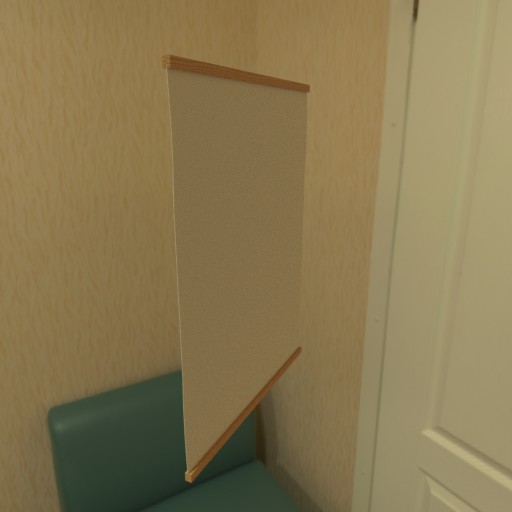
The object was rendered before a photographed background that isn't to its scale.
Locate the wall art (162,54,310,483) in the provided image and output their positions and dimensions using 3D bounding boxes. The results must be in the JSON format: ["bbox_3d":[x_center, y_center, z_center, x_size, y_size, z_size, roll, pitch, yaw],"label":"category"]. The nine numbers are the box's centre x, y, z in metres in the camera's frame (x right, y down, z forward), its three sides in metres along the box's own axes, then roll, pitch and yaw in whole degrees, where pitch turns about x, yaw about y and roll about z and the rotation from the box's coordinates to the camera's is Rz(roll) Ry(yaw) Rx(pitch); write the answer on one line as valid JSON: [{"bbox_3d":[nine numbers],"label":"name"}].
[{"bbox_3d":[0.000,0.000,0.794,0.011,0.605,0.458,8,18,26],"label":"wall art"}]
